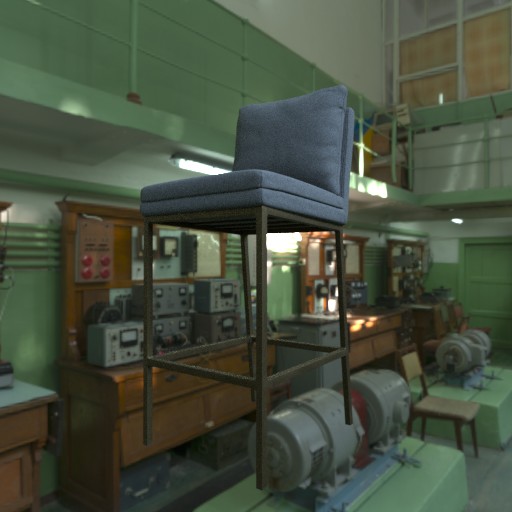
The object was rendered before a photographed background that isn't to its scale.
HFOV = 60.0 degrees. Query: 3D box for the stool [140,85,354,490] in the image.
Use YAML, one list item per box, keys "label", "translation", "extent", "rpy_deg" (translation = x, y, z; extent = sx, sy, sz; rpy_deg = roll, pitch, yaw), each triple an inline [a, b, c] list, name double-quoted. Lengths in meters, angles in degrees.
- label: "stool"
  translation: [0.000, 0.000, 1.413]
  extent: [0.463, 1.130, 0.569]
  rpy_deg: [0, -1, 37]
